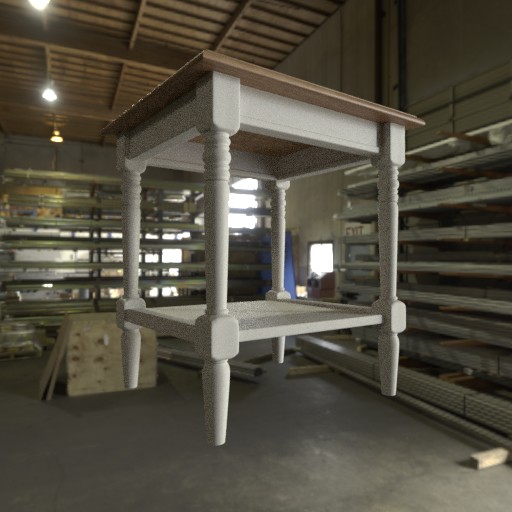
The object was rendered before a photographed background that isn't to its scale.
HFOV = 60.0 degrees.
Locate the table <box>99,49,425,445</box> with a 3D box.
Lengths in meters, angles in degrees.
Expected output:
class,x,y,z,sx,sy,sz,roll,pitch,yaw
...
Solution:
class,x,y,z,sx,sy,sz,roll,pitch,yaw
table,0.000,0.000,0.923,0.508,0.561,0.457,0,-1,-36
